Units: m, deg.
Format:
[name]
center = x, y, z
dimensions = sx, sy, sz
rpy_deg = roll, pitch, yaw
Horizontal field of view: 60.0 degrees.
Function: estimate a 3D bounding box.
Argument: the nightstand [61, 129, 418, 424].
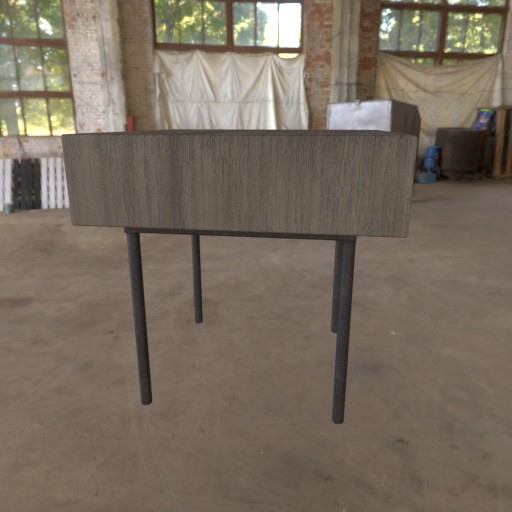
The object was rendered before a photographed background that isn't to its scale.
[nightstand]
center = 0.000, 0.000, 0.918
dimensions = 0.503, 0.497, 0.502
rpy_deg = 3, 17, 8
